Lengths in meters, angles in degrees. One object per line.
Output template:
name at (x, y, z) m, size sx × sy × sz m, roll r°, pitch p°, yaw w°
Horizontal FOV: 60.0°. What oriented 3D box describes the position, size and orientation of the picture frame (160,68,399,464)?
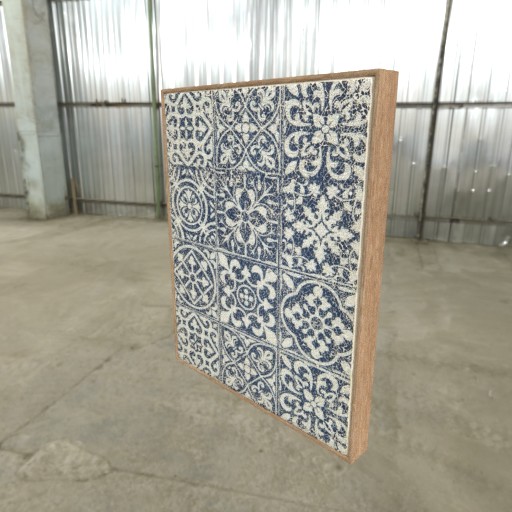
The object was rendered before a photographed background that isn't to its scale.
picture frame at (0.000, 0.000, 0.718) m, size 0.424 × 0.526 × 0.043 m, roll 15°, pitch 22°, yaw 42°
